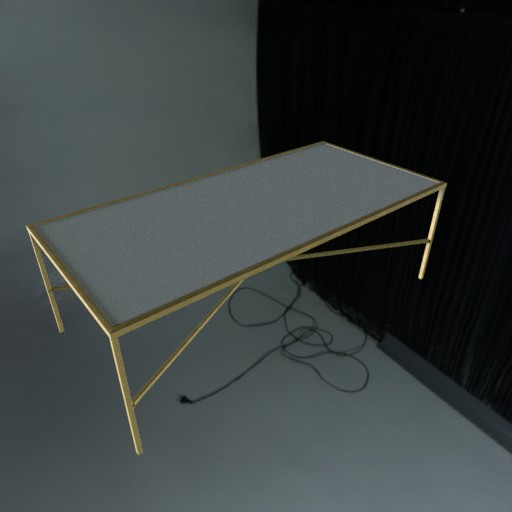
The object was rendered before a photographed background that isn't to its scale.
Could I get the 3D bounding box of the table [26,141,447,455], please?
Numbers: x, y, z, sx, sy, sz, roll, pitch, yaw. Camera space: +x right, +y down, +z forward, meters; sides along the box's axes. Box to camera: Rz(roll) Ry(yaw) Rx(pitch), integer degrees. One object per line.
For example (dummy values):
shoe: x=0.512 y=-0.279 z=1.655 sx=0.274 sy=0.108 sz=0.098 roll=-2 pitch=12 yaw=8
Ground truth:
table: x=0.000 y=0.000 z=1.491 sx=1.206 sy=0.398 sz=0.580 roll=-23 pitch=39 yaw=-32
